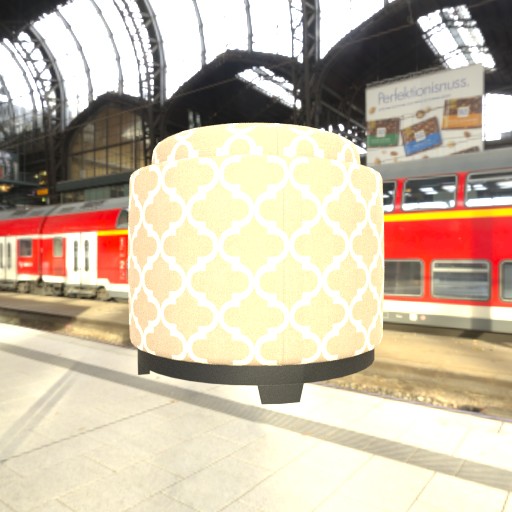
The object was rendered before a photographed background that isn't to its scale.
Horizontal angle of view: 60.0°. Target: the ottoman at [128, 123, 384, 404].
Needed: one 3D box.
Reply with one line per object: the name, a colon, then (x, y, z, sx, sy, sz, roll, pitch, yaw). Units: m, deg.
ottoman: (0.000, 0.000, 0.864, 0.480, 0.429, 0.480, 0, 0, 0)
